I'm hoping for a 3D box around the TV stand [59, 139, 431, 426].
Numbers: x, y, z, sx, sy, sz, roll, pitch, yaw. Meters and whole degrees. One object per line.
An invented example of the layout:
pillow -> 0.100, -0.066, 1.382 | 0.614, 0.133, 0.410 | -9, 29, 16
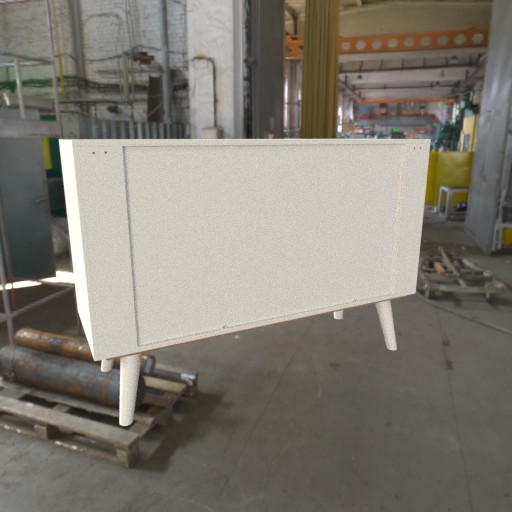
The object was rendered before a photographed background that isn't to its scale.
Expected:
TV stand -> 0.000, 0.000, 1.596 | 1.193, 0.812, 0.406 | -8, 17, -26
